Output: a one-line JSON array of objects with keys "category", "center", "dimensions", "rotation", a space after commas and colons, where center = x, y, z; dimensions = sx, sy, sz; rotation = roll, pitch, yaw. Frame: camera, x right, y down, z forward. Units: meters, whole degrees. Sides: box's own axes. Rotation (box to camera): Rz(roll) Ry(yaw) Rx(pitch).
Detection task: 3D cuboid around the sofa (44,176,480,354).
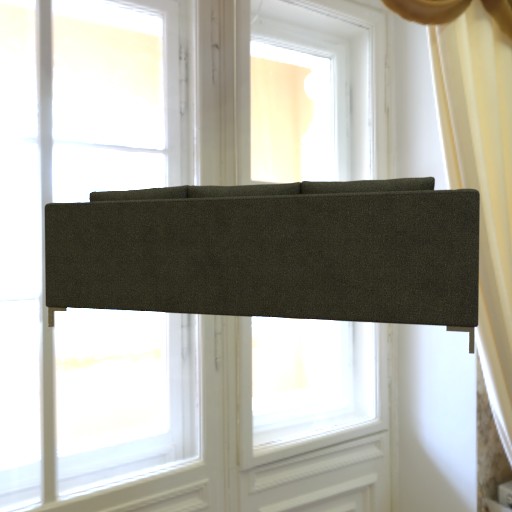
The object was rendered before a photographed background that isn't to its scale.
[{"category": "sofa", "center": [0.000, 0.000, 2.827], "dimensions": [2.415, 0.867, 0.969], "rotation": [0, 1, 17]}]
